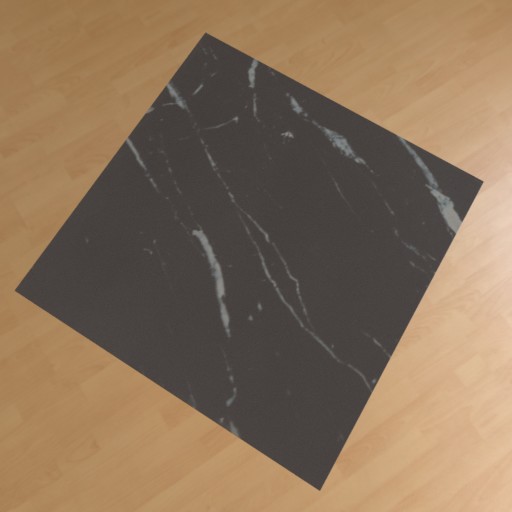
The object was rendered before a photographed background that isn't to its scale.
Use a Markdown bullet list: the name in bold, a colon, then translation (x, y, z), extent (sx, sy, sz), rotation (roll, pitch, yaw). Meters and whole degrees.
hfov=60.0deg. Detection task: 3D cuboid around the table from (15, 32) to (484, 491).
- **table**: translation (0.000, 0.000, 1.257), extent (0.800, 0.450, 0.800), rotation (31, 79, 7)
